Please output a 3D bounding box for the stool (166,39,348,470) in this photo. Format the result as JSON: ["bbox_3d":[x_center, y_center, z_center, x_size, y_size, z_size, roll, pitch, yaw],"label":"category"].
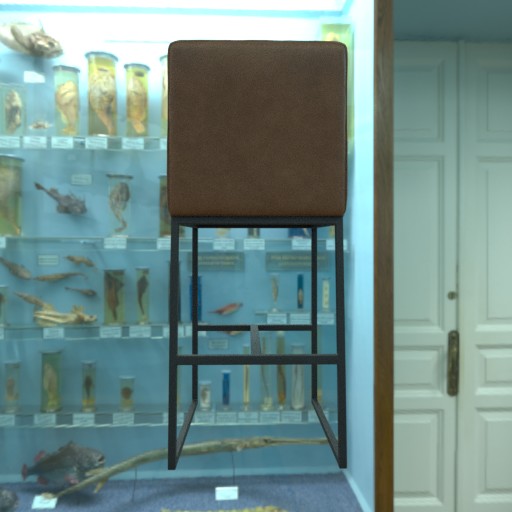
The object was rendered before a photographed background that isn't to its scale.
[{"bbox_3d":[0.000,0.000,1.314,0.458,1.040,0.556,0,0,-1],"label":"stool"}]
